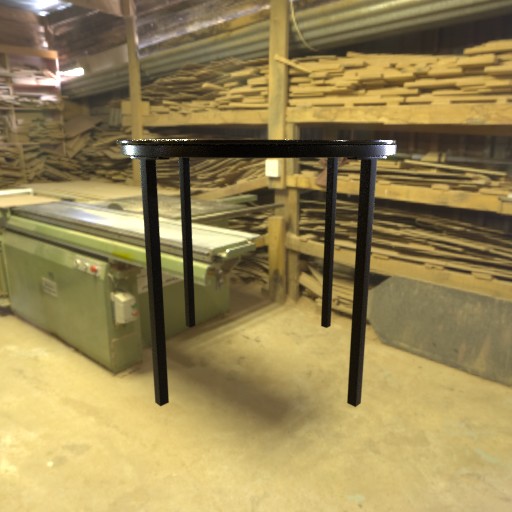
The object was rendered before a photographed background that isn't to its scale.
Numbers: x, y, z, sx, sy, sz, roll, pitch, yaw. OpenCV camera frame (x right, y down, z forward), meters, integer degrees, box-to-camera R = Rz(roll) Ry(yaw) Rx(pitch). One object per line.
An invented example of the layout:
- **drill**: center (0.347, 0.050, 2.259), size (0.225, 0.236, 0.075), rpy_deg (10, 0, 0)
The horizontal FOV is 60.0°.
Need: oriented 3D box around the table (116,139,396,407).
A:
- **table**: center (0.000, 0.000, 0.879), size (0.499, 0.443, 0.499), rpy_deg (0, 14, 0)
